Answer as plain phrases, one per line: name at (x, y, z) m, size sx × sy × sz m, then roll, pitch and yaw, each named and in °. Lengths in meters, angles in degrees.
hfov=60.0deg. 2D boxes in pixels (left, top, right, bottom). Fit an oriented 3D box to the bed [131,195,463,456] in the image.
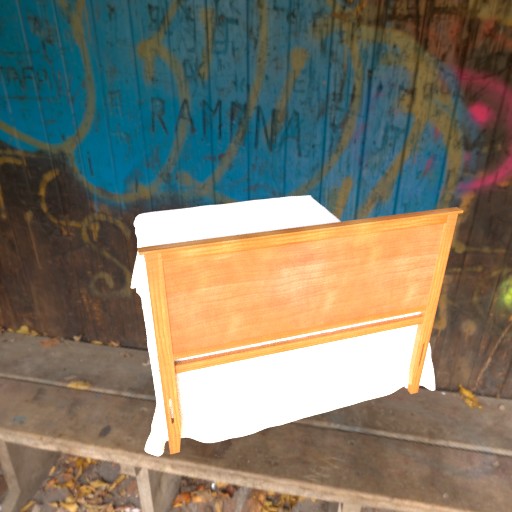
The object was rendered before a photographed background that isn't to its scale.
bed at (0.000, 0.000, 3.226) m, size 1.870 × 1.273 × 2.035 m, roll -8°, pitch 29°, yaw -15°
